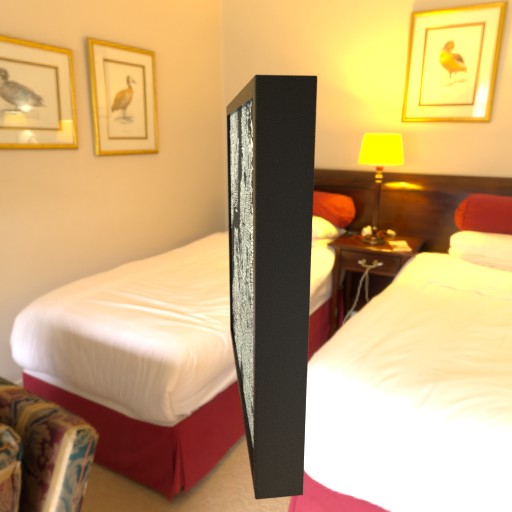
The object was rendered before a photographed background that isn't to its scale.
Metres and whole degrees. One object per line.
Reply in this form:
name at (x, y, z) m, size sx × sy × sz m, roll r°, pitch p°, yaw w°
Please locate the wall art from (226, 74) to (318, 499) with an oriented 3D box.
wall art at (0.000, 0.000, 0.440) m, size 0.037 × 0.299 × 0.299 m, roll -2°, pitch 15°, yaw -7°
